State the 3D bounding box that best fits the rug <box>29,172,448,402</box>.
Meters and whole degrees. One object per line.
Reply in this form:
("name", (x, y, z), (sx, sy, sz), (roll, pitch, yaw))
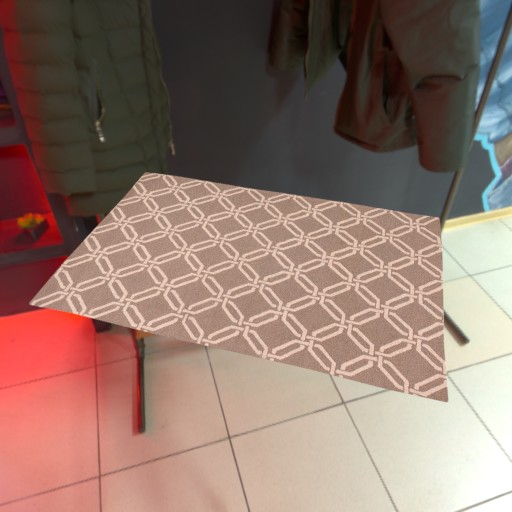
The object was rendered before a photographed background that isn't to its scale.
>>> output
("rug", (0.000, 0.000, 2.155), (1.748, 0.010, 1.142), (11, 43, 12))
